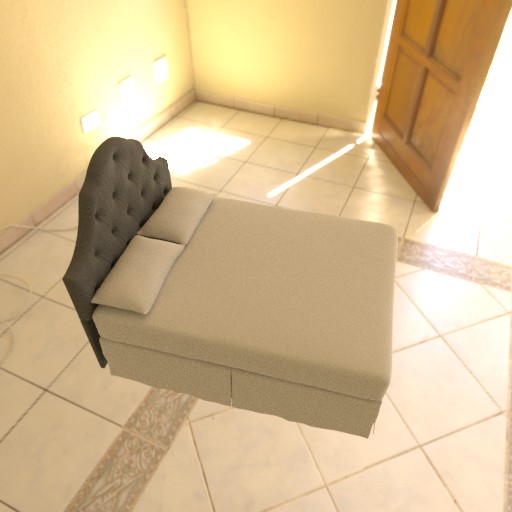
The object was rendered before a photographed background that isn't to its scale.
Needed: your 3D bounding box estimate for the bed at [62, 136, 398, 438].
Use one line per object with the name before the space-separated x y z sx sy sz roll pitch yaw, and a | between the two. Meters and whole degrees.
bed | 0.000 0.000 3.315 2.155 1.575 1.636 10 45 11
